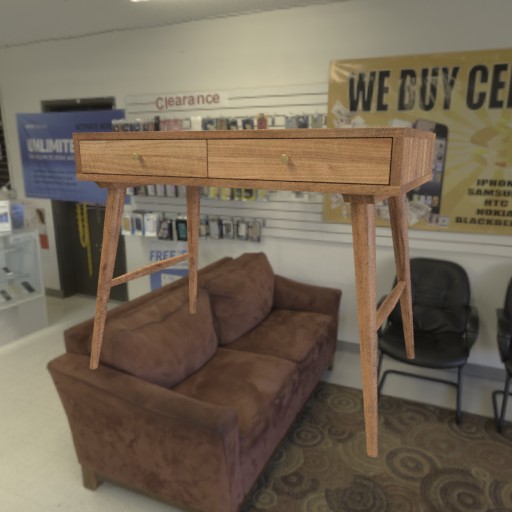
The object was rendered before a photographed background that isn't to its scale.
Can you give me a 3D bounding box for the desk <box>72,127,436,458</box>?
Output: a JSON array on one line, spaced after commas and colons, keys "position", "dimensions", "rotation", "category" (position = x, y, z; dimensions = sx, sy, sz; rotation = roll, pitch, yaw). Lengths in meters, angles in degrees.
[{"position": [0.000, 0.000, 1.418], "dimensions": [0.949, 0.758, 0.588], "rotation": [7, 16, 27], "category": "desk"}]
